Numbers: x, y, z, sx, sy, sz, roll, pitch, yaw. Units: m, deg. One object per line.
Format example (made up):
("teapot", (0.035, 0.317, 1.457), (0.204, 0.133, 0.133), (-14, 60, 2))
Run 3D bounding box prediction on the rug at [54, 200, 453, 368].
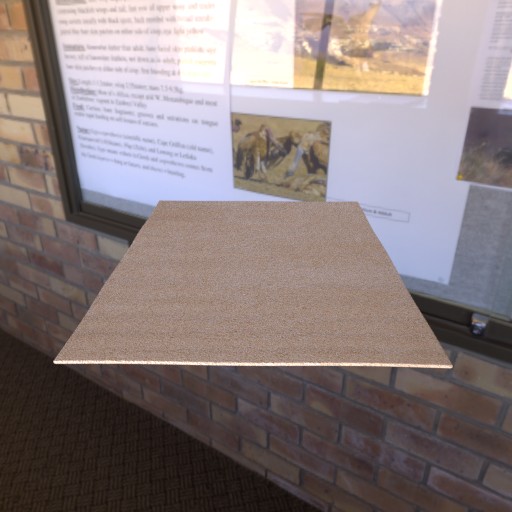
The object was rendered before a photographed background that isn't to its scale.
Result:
("rug", (0.000, 0.000, 4.015), (2.400, 0.025, 3.000), (0, 26, 1))
